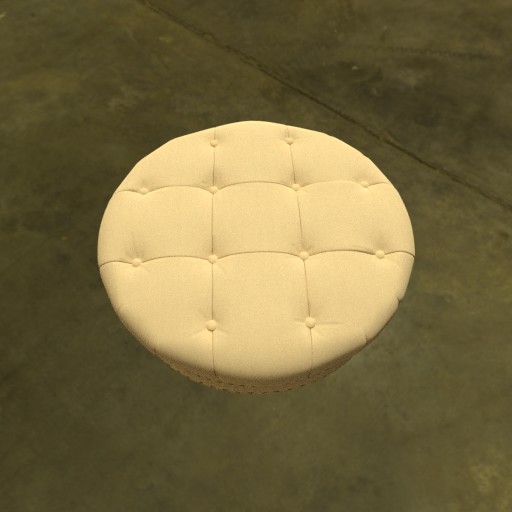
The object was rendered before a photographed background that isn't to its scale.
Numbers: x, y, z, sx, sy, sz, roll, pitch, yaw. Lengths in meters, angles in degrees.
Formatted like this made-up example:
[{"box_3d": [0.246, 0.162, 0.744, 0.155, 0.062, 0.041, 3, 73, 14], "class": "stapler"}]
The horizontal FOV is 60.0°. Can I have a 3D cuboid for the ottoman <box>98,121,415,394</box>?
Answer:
[{"box_3d": [0.000, 0.000, 1.409, 0.901, 0.439, 0.901, 0, 58, 0], "class": "ottoman"}]
